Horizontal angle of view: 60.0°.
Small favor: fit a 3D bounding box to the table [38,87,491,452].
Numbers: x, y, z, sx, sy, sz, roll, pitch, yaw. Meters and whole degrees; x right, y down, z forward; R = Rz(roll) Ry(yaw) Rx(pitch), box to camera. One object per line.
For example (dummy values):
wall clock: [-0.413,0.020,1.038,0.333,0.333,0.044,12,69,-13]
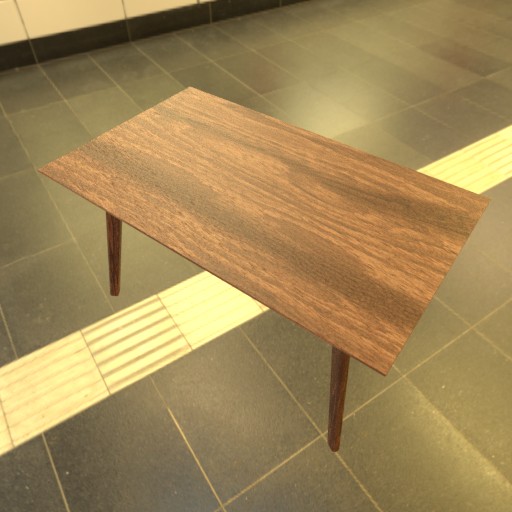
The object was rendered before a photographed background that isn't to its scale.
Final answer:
table: [0.000,0.000,1.788,1.349,0.724,0.801,28,53,24]
